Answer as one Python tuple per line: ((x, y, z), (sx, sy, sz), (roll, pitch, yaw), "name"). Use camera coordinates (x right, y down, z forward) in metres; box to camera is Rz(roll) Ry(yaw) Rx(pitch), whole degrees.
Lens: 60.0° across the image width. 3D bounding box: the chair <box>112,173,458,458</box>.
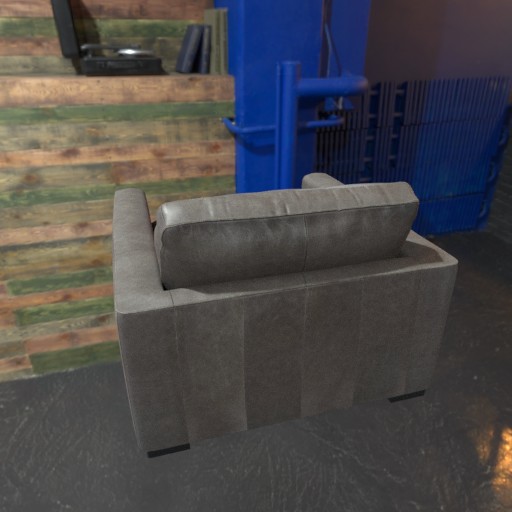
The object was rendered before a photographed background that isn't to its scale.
((0.000, 0.000, 1.799), (1.106, 0.807, 1.080), (-7, 27, -14), "chair")
